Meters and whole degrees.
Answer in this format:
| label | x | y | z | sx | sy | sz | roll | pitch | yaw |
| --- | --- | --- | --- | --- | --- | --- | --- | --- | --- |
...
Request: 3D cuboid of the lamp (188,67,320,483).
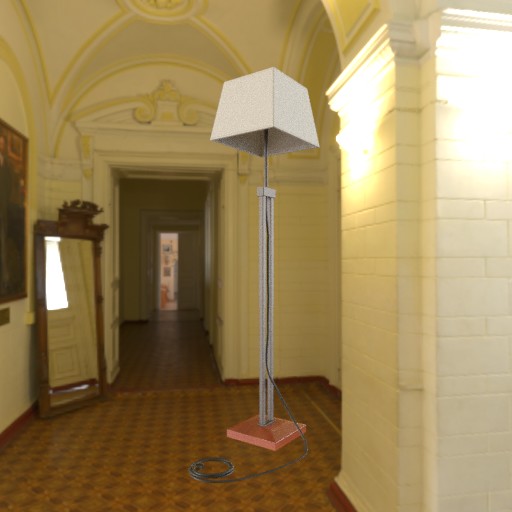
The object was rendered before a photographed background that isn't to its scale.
| label | x | y | z | sx | sy | sz | roll | pitch | yaw |
| --- | --- | --- | --- | --- | --- | --- | --- | --- | --- |
| lamp | 0.000 | 0.000 | 1.984 | 0.472 | 1.712 | 0.745 | -1 | -1 | 36 |
